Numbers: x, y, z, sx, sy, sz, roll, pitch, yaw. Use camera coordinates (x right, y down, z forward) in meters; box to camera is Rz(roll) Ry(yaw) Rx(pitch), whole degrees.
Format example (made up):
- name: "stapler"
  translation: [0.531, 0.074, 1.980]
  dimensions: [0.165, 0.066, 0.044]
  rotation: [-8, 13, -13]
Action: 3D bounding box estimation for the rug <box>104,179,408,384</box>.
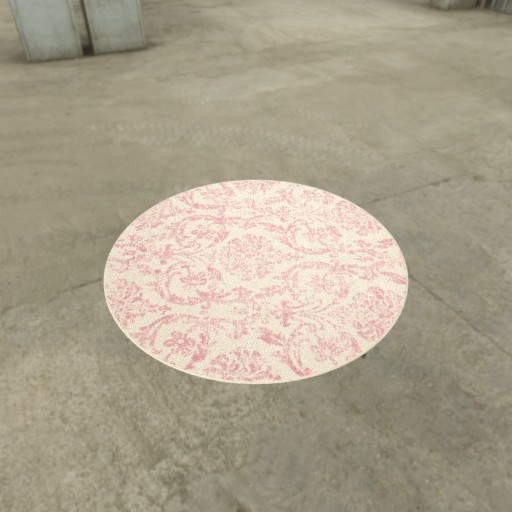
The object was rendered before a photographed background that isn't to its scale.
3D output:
- name: "rug"
  translation: [0.000, 0.000, 2.394]
  dimensions: [1.593, 0.012, 1.593]
  rotation: [0, 40, 0]
